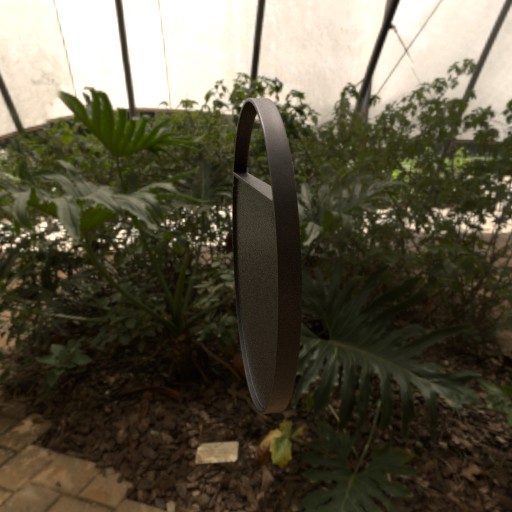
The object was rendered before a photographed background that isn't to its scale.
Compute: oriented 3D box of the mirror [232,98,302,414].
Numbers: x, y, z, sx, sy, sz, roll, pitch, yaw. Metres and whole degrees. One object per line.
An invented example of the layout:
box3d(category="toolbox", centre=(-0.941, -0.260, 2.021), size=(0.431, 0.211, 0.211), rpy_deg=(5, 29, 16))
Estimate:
box3d(category="mirror", centre=(0.000, 0.000, 0.841), size=(0.032, 0.565, 0.565), rpy_deg=(-2, 15, -9))
